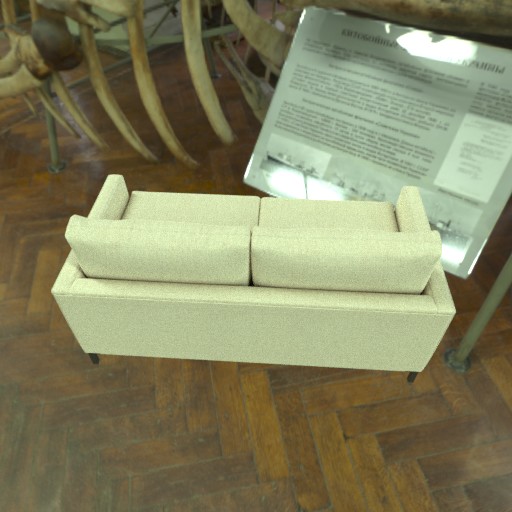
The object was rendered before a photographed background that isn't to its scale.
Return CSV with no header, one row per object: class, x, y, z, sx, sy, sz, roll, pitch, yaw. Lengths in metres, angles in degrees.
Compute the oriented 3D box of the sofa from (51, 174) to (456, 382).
sofa,0.000,0.000,2.164,1.651,0.812,0.839,3,46,3
